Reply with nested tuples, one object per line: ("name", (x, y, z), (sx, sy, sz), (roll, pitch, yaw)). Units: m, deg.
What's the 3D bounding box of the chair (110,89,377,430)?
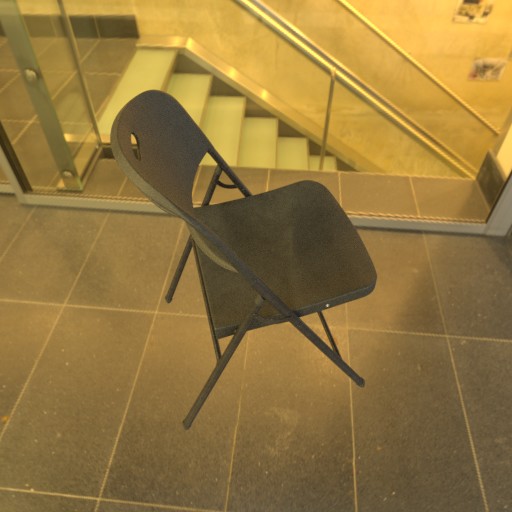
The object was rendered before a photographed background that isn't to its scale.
("chair", (0.000, 0.000, 1.171), (0.566, 0.810, 0.494), (-10, 48, -10))
